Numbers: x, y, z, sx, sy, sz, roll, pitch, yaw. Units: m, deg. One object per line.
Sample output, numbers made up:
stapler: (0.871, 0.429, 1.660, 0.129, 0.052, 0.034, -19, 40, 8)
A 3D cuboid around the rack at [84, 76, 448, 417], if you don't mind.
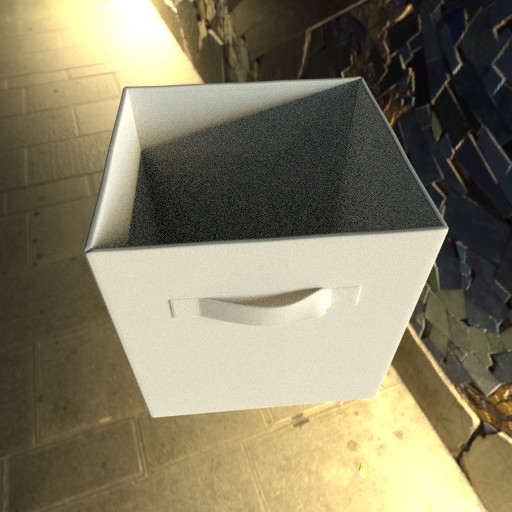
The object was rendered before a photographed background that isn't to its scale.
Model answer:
rack: (0.000, 0.000, 0.499, 0.270, 0.280, 0.270, -4, 47, -4)
